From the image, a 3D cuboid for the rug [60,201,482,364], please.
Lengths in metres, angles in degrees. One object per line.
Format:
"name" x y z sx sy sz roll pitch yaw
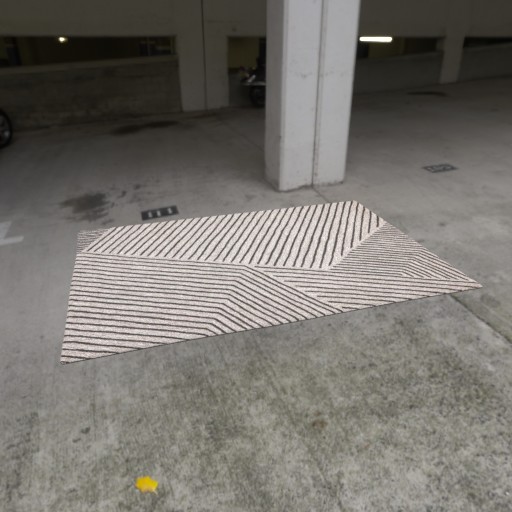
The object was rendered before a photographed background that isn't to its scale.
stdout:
"rug" 0.000 0.000 2.348 1.842 0.019 1.237 -8 28 -15
